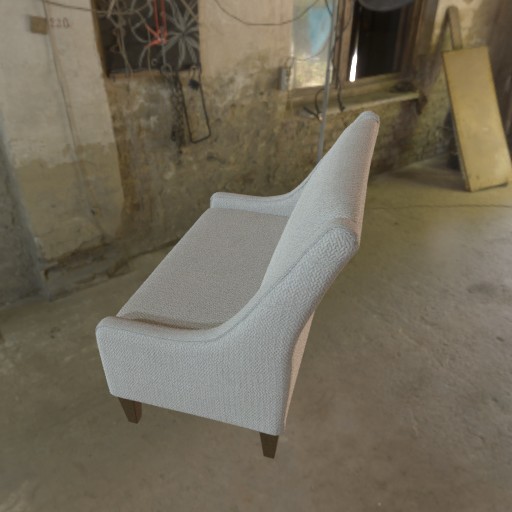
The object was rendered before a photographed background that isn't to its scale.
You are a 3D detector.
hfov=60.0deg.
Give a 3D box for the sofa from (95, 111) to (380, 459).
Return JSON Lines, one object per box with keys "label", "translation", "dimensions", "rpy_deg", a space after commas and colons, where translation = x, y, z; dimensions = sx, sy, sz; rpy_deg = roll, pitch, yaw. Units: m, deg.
{"label": "sofa", "translation": [0.000, 0.000, 1.930], "dimensions": [0.870, 1.022, 1.242], "rpy_deg": [8, 33, 13]}
